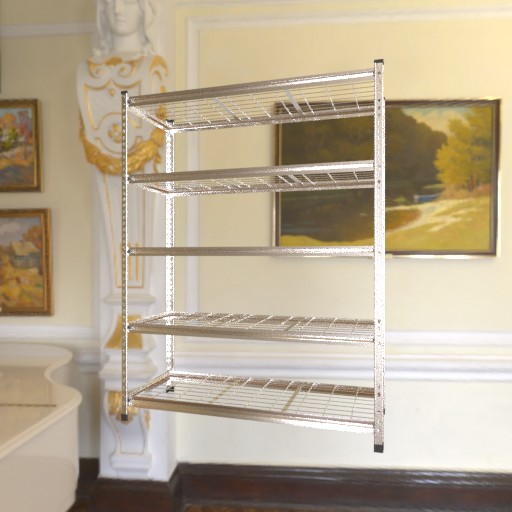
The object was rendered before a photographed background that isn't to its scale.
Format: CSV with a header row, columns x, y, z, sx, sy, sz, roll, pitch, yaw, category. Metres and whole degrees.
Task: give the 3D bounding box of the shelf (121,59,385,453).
x,y,z,sx,sy,sz,roll,pitch,yaw,category
0.000,0.000,2.737,1.524,1.981,0.610,0,0,17,shelf
